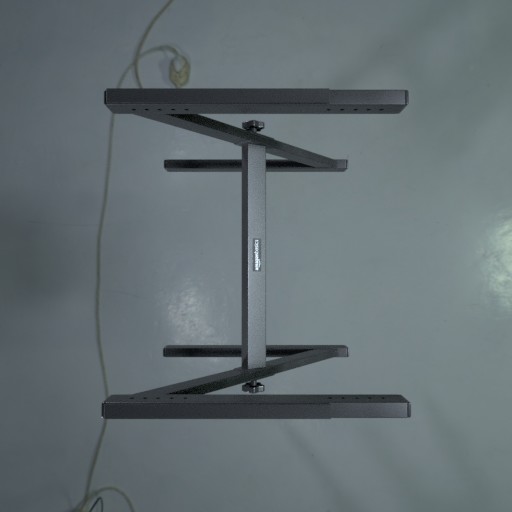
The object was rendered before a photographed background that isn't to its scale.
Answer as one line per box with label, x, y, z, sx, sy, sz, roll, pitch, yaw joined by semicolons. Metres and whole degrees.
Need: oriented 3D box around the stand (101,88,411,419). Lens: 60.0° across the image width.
stand;0.000;0.000;1.141;0.586;0.617;0.700;0;89;0
